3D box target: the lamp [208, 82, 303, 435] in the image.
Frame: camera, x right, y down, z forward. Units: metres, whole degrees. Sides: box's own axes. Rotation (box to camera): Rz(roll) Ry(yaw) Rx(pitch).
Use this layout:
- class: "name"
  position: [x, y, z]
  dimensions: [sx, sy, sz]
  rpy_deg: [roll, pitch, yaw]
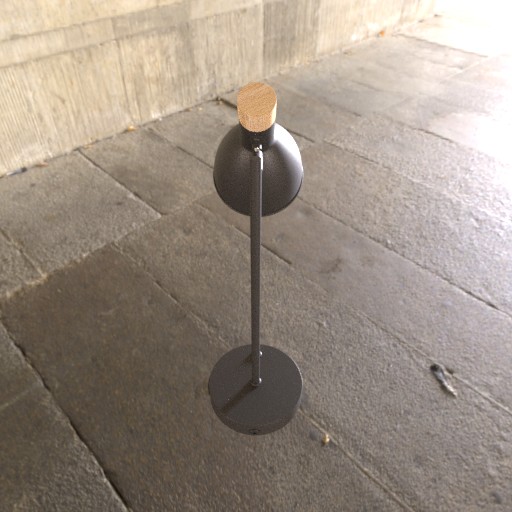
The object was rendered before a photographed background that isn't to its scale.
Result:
- class: "lamp"
  position: [0.000, 0.000, 0.622]
  dimensions: [0.152, 0.483, 0.287]
  rpy_deg: [1, 41, 1]
